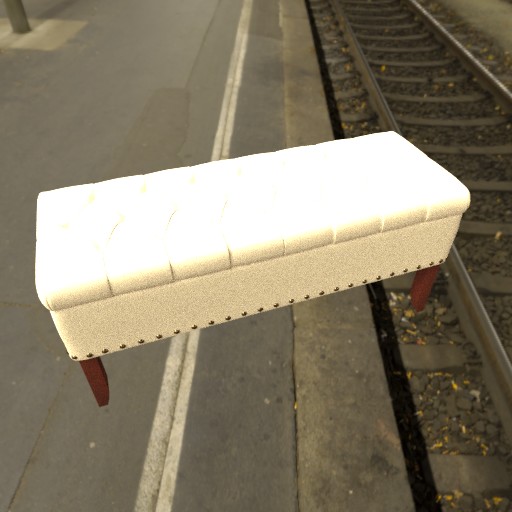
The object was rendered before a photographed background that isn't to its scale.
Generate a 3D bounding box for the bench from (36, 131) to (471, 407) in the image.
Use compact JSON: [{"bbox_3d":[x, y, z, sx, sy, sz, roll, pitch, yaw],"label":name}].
[{"bbox_3d":[0.000,0.000,1.270,1.054,0.470,0.400,-13,43,-15],"label":"bench"}]
